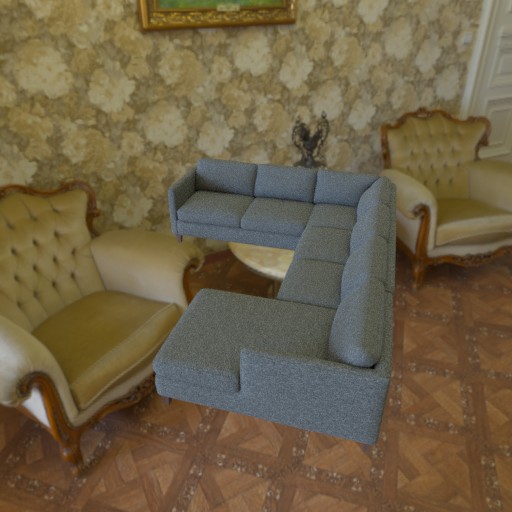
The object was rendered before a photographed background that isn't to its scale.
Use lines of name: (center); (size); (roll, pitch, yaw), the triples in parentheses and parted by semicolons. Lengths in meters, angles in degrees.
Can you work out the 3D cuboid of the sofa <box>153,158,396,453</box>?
sofa: (0.000, 0.000, 4.296); (2.551, 0.853, 3.238); (8, 32, 13)
